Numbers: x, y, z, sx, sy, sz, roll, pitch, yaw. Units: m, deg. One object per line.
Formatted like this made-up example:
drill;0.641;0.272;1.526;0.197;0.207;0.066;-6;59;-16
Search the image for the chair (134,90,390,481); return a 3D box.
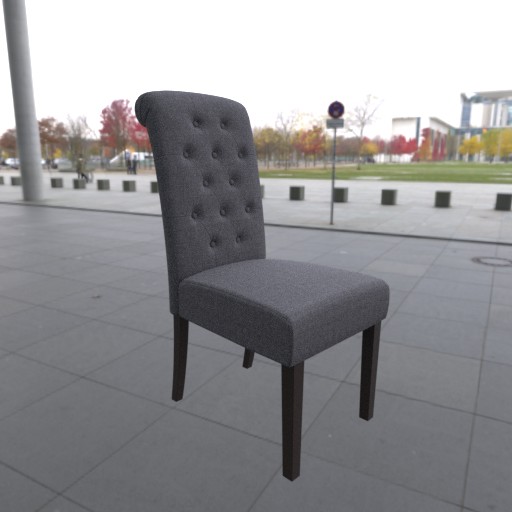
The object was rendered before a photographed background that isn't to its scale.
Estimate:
chair;0.000;0.000;1.369;0.671;1.006;0.456;12;17;43
